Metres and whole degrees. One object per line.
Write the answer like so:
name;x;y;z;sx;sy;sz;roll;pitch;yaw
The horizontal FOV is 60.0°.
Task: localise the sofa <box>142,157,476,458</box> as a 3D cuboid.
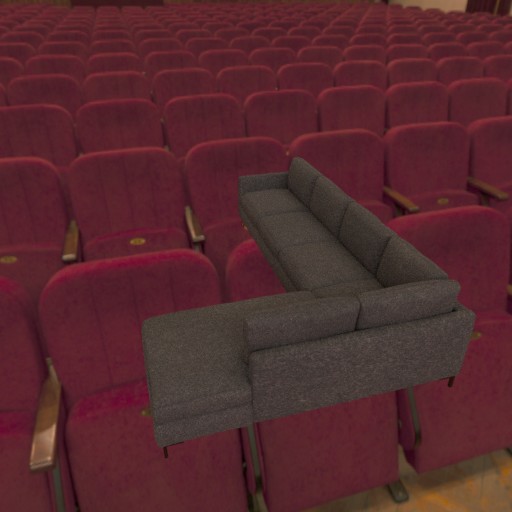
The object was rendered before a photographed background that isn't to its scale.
sofa;0.000;0.000;3.779;2.007;0.815;2.949;-8;30;-14
